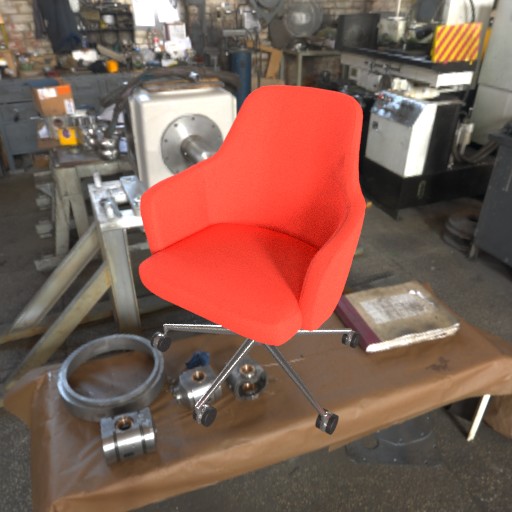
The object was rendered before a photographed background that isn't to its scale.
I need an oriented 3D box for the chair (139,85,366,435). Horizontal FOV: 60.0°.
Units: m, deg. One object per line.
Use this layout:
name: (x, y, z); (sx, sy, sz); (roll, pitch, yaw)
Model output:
chair: (0.000, 0.000, 1.243); (0.655, 0.820, 0.600); (20, 36, 29)
